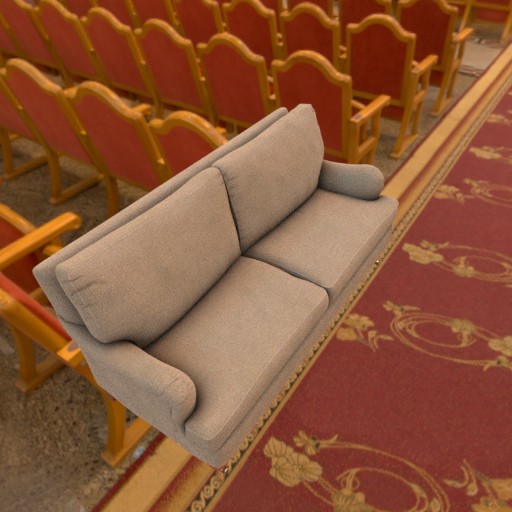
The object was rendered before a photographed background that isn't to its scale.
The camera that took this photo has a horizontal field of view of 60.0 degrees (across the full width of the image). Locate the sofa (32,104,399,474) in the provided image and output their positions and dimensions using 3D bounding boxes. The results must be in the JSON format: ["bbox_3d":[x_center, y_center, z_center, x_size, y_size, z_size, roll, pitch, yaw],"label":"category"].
[{"bbox_3d":[0.000,0.000,2.738,1.069,1.096,2.193,25,48,25],"label":"sofa"}]
